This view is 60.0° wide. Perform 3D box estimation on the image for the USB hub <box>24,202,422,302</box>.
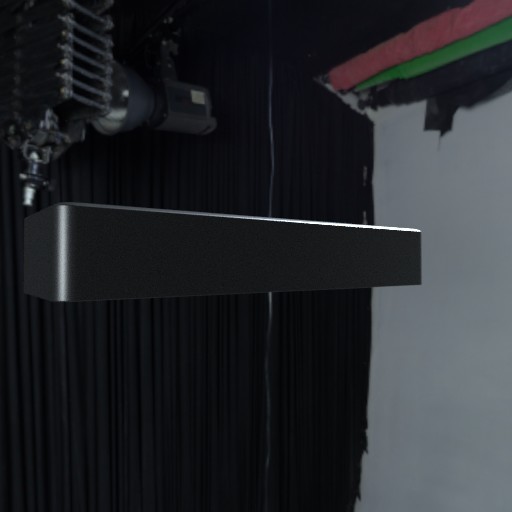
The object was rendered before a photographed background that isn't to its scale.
[{"bbox_3d":[0.000,0.000,0.160,0.145,0.023,0.044,1,-1,-37],"label":"USB hub"}]
